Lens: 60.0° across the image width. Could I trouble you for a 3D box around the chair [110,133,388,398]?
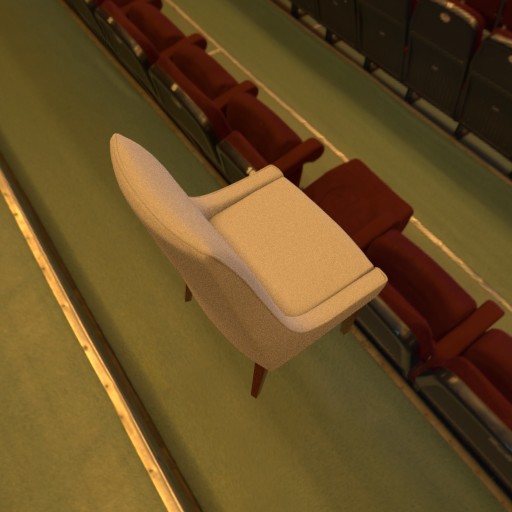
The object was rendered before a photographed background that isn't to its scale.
[{"bbox_3d":[0.000,0.000,1.219,0.544,0.861,0.529,-31,63,-18],"label":"chair"}]
